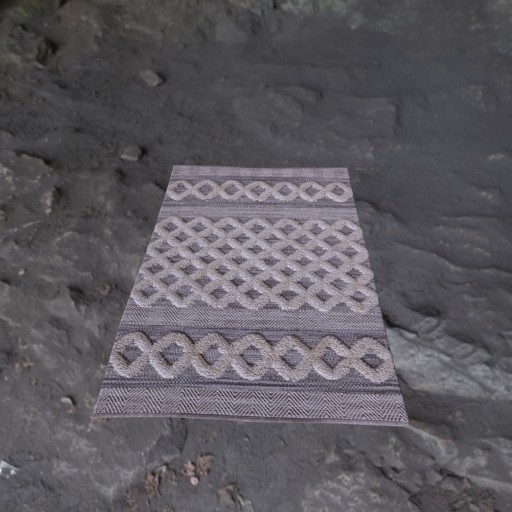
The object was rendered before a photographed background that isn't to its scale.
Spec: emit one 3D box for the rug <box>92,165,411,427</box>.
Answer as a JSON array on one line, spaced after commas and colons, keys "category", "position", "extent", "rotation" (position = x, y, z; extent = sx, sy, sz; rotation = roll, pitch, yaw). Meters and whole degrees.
[{"category": "rug", "position": [0.000, 0.000, 2.950], "extent": [1.513, 0.033, 2.333], "rotation": [1, 42, 1]}]
